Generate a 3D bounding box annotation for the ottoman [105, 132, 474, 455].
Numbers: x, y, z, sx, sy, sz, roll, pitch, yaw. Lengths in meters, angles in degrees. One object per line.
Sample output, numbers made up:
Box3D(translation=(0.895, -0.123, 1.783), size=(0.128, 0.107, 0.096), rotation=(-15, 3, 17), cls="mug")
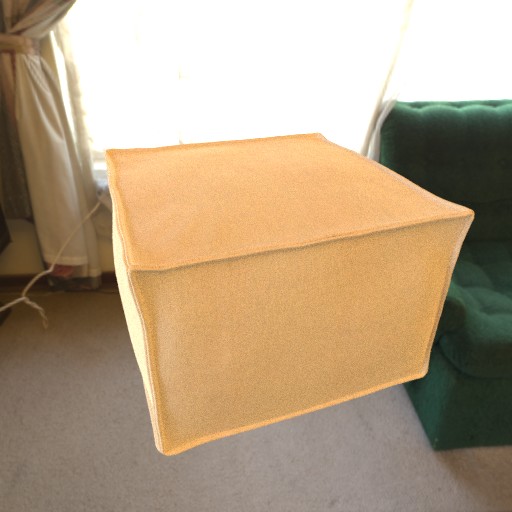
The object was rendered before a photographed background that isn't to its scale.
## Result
Box3D(translation=(0.000, 0.000, 1.149), size=(0.696, 0.470, 0.707), rotation=(-10, 32, -17), cls="ottoman")
